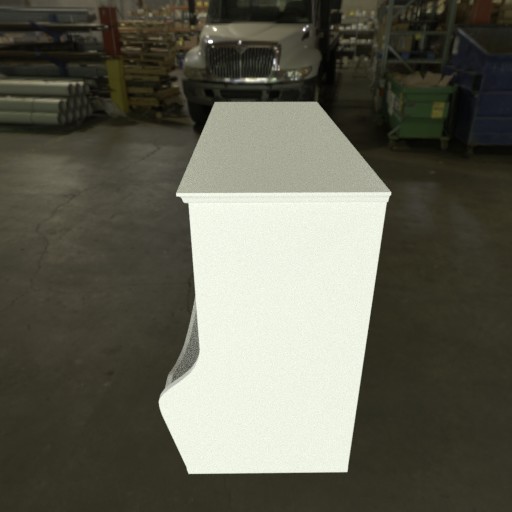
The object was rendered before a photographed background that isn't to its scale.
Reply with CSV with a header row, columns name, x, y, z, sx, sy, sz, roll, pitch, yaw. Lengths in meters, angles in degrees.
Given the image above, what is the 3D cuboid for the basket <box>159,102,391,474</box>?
name,x,y,z,sx,sy,sz,roll,pitch,yaw
basket,0.000,0.000,1.126,0.376,0.625,0.792,0,28,-1
